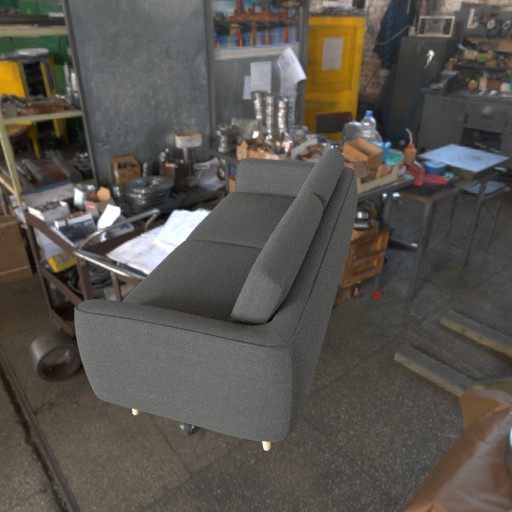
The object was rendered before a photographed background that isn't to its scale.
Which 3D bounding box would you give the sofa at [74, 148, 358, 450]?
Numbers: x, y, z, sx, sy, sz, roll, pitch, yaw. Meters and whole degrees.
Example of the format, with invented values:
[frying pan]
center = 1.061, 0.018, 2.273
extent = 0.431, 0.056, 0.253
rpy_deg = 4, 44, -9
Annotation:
[sofa]
center = 0.000, 0.000, 2.434
extent = 0.920, 0.850, 2.000
rpy_deg = 9, 31, 15
